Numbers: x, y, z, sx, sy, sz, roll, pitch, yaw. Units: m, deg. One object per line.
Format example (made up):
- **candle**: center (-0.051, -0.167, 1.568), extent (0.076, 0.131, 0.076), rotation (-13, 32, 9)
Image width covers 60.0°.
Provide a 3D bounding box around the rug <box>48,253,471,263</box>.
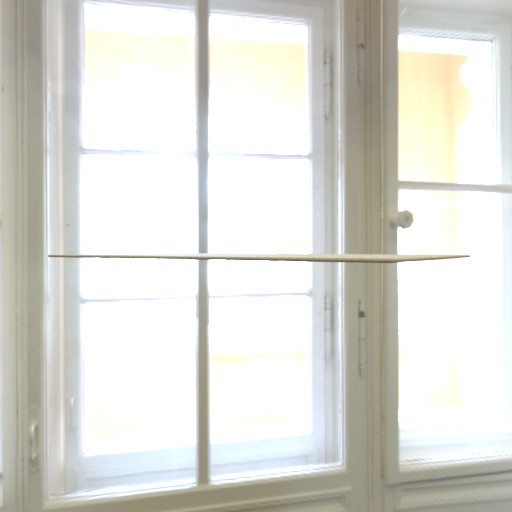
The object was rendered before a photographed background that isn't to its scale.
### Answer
- **rug**: center (0.000, 0.000, 2.316), extent (1.848, 0.014, 1.238), rotation (1, 1, 35)
